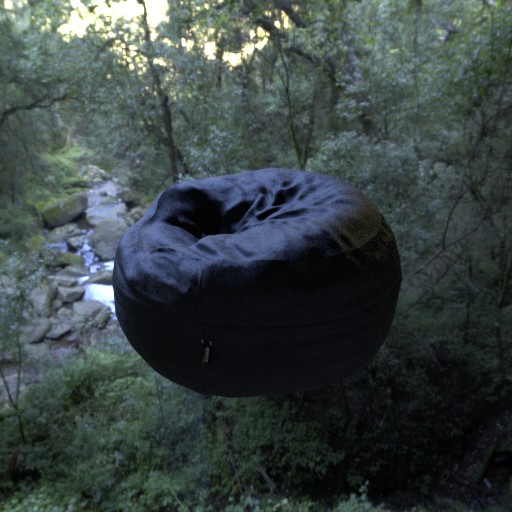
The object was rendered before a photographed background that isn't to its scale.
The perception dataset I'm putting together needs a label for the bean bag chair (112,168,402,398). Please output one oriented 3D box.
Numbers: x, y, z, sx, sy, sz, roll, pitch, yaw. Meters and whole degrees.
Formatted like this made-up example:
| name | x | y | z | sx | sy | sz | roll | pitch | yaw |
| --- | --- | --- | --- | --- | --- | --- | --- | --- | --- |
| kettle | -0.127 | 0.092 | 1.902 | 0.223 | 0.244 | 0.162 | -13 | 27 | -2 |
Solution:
| name | x | y | z | sx | sy | sz | roll | pitch | yaw |
| --- | --- | --- | --- | --- | --- | --- | --- | --- | --- |
| bean bag chair | 0.000 | 0.000 | 2.424 | 1.525 | 0.751 | 1.525 | 0 | 26 | 0 |
